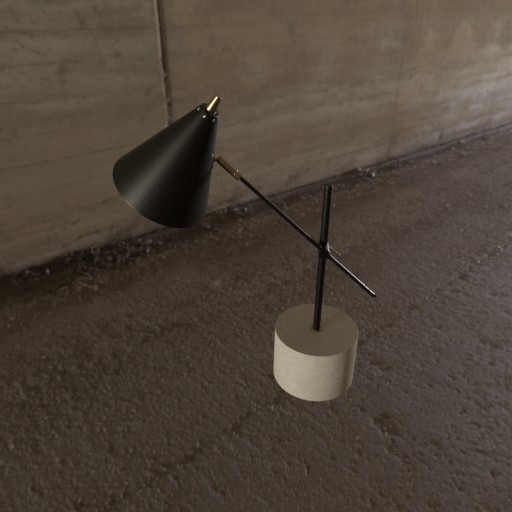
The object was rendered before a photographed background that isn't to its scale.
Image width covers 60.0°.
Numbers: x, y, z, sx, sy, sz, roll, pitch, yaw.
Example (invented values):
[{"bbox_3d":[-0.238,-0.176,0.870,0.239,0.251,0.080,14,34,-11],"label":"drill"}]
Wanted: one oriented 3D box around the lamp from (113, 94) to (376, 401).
[{"bbox_3d":[0.000,0.000,0.728,0.403,0.518,0.214,7,30,12],"label":"lamp"}]
